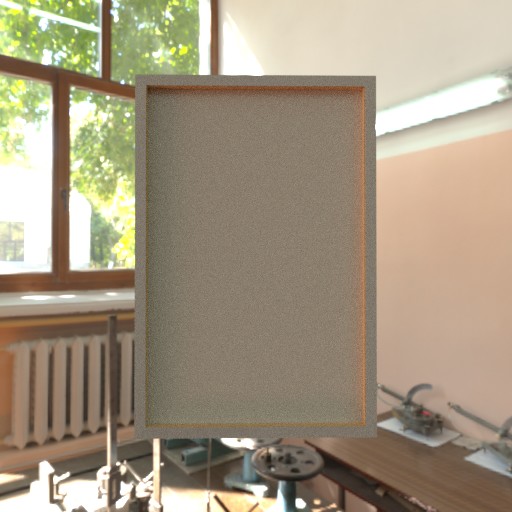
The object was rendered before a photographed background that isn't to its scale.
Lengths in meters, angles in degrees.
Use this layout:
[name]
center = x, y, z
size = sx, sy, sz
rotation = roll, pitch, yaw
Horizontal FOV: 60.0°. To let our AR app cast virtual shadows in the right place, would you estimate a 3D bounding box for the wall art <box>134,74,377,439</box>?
[wall art]
center = 0.000, 0.000, 1.133
size = 0.607, 0.912, 0.038
rotation = 0, -1, -1
